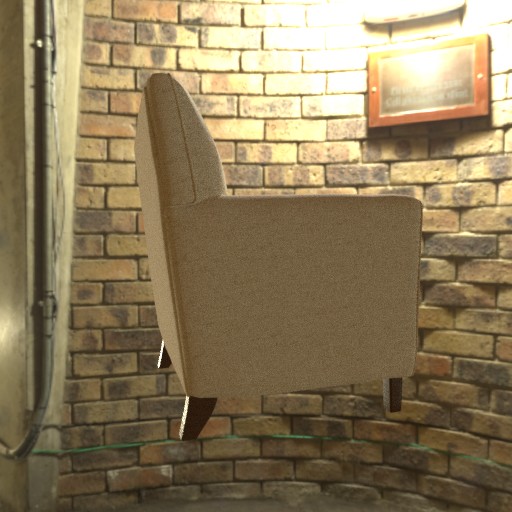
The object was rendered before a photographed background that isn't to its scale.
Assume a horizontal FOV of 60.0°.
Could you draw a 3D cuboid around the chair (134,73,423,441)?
[{"bbox_3d":[0.000,0.000,1.594,0.823,0.943,0.870,-1,2,-17],"label":"chair"}]
